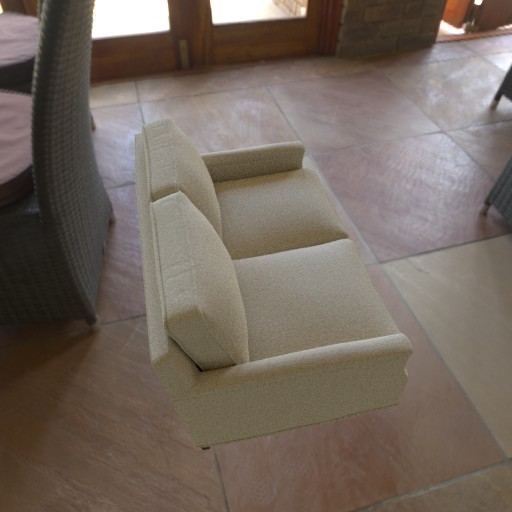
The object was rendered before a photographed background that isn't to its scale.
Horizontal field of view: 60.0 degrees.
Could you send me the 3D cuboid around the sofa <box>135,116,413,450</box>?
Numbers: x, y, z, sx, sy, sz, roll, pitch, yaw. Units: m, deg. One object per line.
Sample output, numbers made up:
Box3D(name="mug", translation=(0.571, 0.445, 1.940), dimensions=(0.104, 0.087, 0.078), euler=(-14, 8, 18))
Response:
Box3D(name="sofa", translation=(0.000, 0.000, 2.322), dimensions=(1.084, 1.003, 1.597), euler=(-9, 47, -9))
